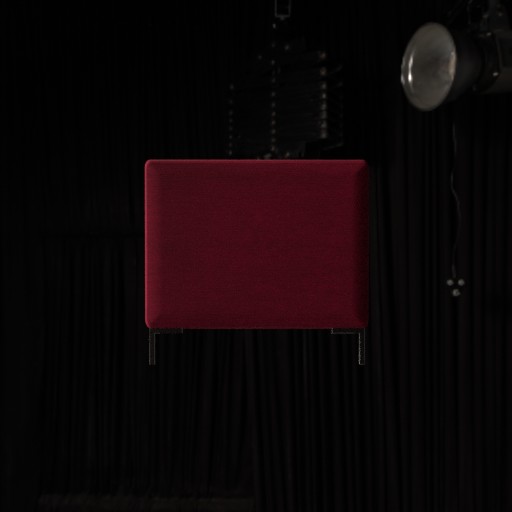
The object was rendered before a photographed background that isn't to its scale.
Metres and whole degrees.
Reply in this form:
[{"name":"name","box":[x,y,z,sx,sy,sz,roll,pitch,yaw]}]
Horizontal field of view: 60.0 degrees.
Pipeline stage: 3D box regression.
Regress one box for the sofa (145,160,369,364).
[{"name":"sofa","box":[0.000,0.000,2.324,0.686,0.635,1.981,0,1,0]}]
